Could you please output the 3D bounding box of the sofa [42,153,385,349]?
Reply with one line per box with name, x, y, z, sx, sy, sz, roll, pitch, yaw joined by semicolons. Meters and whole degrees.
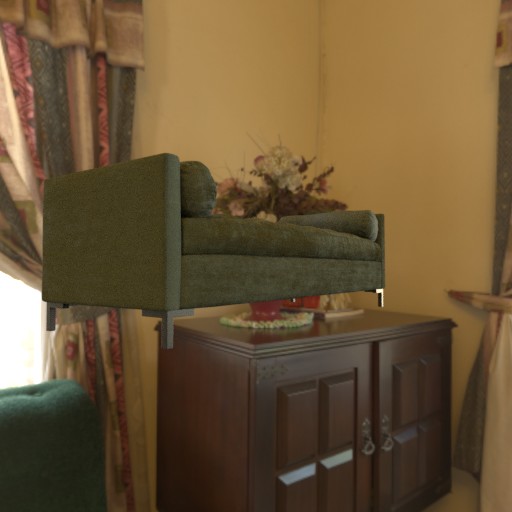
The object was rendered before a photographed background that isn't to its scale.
sofa;0.000;0.000;2.532;0.817;0.681;2.130;-1;-2;36
